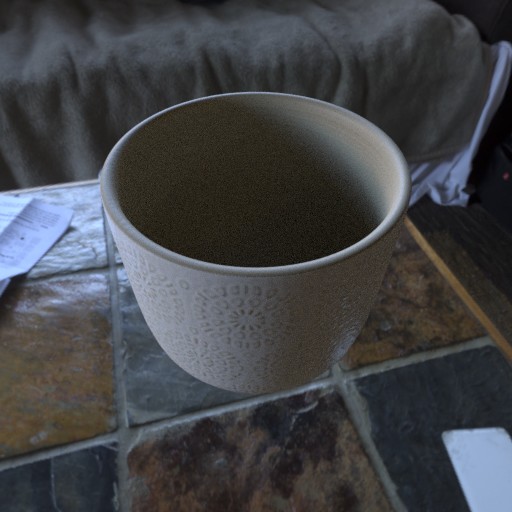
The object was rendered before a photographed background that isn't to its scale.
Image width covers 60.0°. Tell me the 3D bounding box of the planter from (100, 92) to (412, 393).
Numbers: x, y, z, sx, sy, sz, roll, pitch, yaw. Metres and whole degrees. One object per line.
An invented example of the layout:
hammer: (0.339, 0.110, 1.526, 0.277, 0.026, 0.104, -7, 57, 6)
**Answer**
planter: (0.000, 0.000, 0.302, 0.170, 0.152, 0.170, 0, 46, 0)
